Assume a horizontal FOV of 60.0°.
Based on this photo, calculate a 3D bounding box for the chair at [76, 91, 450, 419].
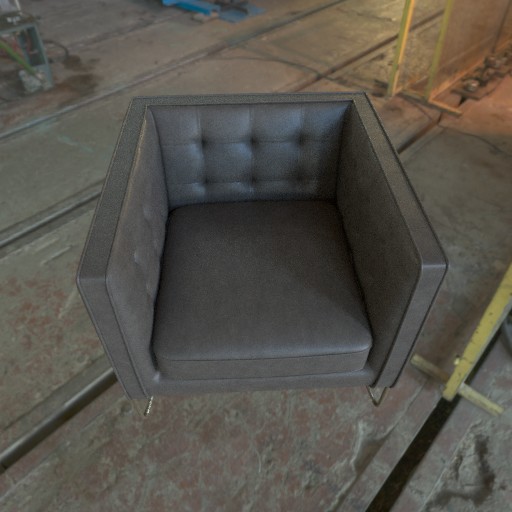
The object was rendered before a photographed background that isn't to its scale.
[{"bbox_3d":[0.000,0.000,1.560,0.880,0.790,0.894,-2,46,-2],"label":"chair"}]
